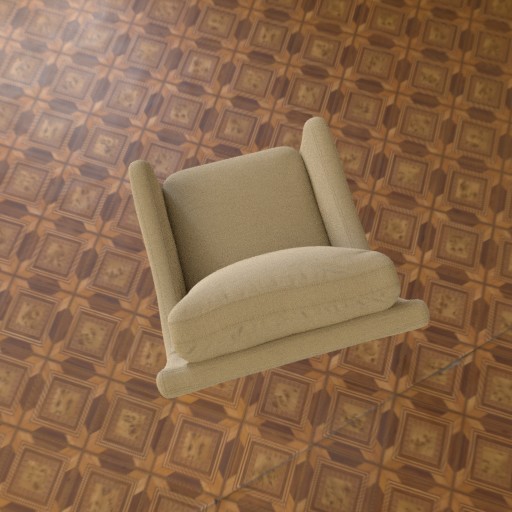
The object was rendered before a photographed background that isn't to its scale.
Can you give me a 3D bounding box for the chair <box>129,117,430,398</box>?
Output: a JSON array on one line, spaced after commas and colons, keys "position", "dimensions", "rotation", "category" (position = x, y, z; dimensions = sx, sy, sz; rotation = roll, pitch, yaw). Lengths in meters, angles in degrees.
[{"position": [0.000, 0.000, 1.378], "dimensions": [0.626, 0.914, 0.694], "rotation": [-15, 75, -4], "category": "chair"}]
